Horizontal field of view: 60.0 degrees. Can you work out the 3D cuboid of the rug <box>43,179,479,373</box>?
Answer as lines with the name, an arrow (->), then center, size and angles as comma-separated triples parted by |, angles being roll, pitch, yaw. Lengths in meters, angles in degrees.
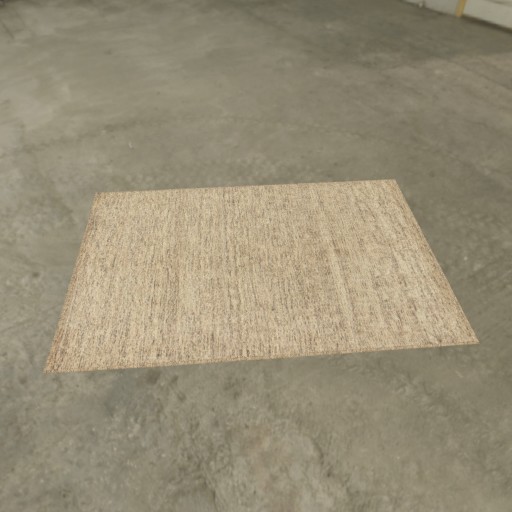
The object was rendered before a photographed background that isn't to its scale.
rug -> 0.000, 0.000, 2.272 | 1.822, 0.018, 1.211 | -3, 45, -3
